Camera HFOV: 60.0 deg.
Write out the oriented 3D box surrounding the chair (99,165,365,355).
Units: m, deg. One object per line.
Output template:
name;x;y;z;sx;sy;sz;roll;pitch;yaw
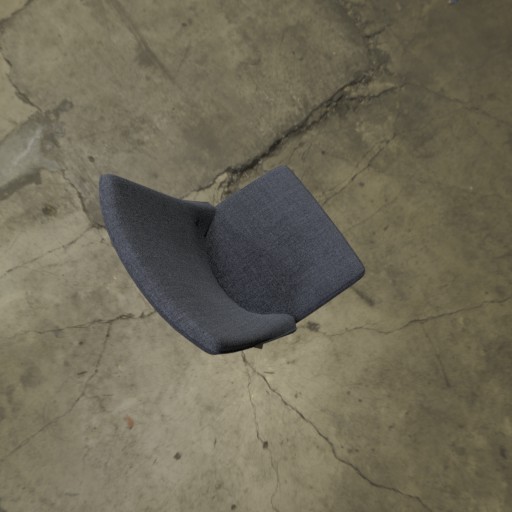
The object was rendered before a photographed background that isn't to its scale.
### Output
chair;0.000;0.000;1.364;0.577;1.050;0.510;-34;78;-8
